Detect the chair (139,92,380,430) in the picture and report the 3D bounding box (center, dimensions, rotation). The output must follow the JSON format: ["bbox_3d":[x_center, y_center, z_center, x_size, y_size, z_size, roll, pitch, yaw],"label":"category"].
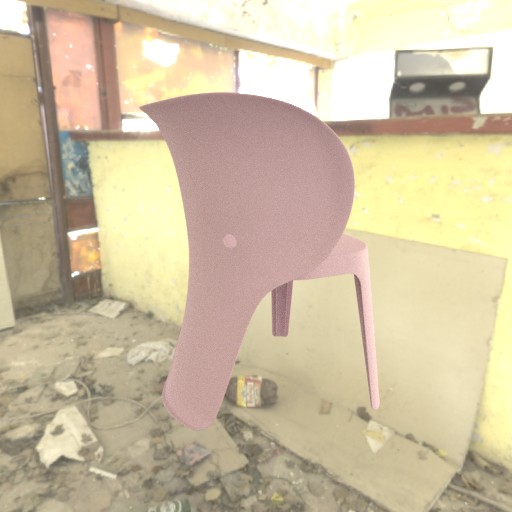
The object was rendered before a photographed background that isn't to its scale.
[{"bbox_3d":[0.000,0.000,0.859,0.402,0.554,0.451,-7,16,-27],"label":"chair"}]
